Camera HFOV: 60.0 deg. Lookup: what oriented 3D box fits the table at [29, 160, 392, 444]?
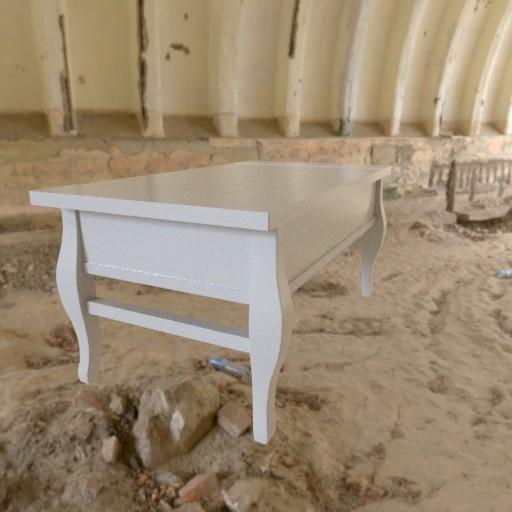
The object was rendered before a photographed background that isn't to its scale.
[{"bbox_3d":[0.000,0.000,1.371,0.600,0.495,1.062,8,18,26],"label":"table"}]
